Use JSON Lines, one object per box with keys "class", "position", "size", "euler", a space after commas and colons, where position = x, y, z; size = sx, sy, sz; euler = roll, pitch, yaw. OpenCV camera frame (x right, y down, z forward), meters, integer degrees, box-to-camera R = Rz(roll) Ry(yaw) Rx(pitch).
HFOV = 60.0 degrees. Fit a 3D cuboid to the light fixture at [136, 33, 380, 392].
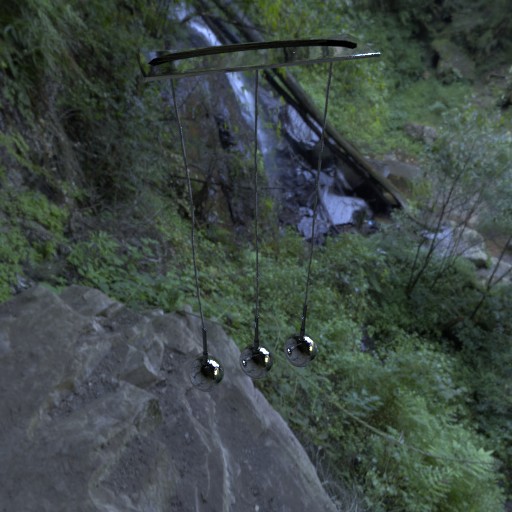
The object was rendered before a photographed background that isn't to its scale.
{"class": "light fixture", "position": [0.000, 0.000, 1.621], "size": [0.623, 1.408, 0.188], "euler": [-11, 43, -13]}
